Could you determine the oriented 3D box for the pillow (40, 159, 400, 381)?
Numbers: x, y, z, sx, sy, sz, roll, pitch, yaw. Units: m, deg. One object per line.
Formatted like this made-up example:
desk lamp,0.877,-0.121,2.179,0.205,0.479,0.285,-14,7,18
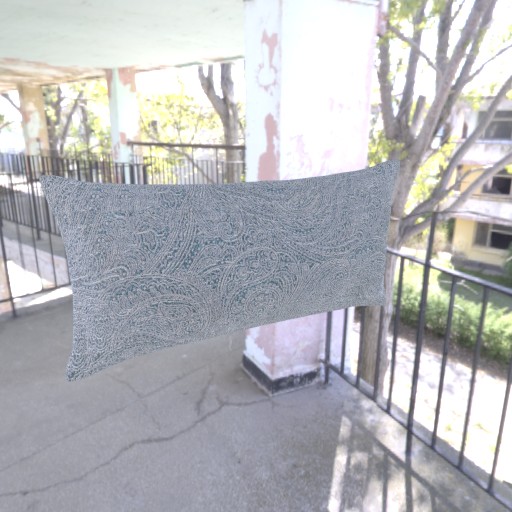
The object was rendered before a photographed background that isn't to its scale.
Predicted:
pillow,0.000,0.000,0.734,0.615,0.295,0.151,-8,18,-27
